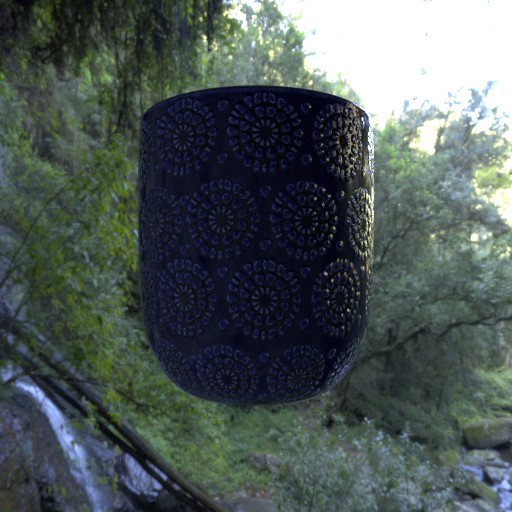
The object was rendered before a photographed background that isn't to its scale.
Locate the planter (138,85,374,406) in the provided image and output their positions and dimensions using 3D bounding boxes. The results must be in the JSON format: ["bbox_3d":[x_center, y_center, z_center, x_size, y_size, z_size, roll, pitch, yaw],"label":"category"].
[{"bbox_3d":[0.000,0.000,0.356,0.184,0.206,0.184,0,-1,0],"label":"planter"}]
